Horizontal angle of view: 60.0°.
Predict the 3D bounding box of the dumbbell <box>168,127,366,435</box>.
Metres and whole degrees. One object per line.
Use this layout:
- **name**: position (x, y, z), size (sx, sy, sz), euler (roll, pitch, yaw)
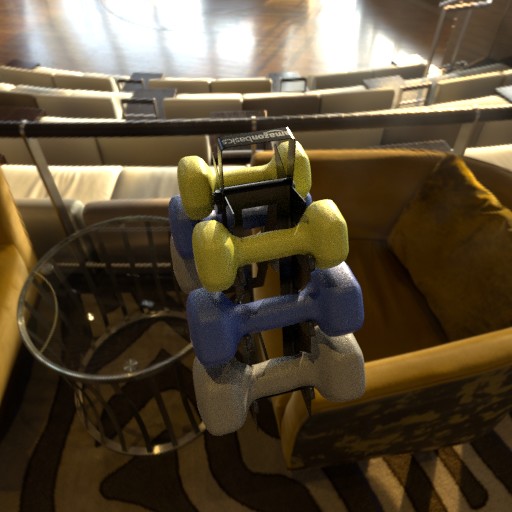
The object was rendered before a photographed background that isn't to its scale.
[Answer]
- **dumbbell**: position (0.000, 0.000, 0.694), size (0.261, 0.426, 0.416), euler (-11, 48, -10)
